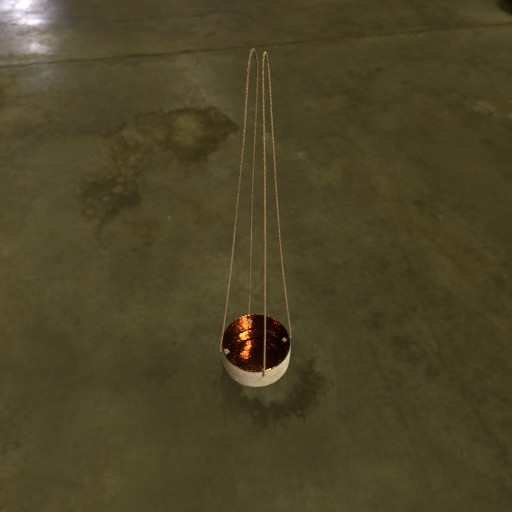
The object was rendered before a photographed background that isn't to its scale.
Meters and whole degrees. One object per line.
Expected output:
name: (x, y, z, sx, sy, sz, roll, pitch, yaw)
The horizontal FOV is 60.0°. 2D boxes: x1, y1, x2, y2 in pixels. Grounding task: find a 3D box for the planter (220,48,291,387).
planter: (0.000, 0.000, 1.143, 0.223, 1.030, 0.223, 24, 50, 22)
